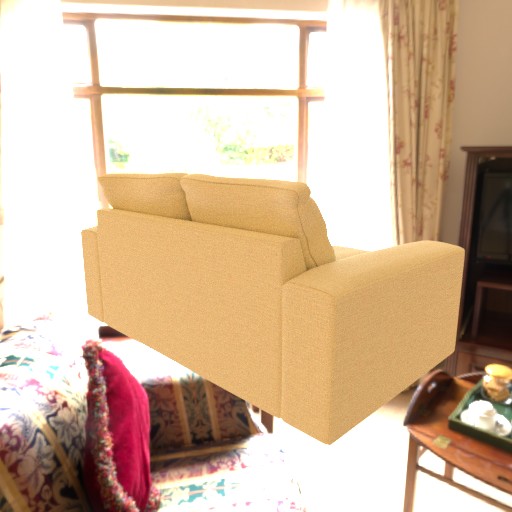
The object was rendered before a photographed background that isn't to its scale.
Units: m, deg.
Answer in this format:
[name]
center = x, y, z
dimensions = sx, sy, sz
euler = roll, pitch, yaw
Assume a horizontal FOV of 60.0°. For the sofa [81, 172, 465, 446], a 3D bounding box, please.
[sofa]
center = 0.000, 0.000, 2.312
dimensions = 1.754, 0.875, 1.091
euler = 12, 17, 44
